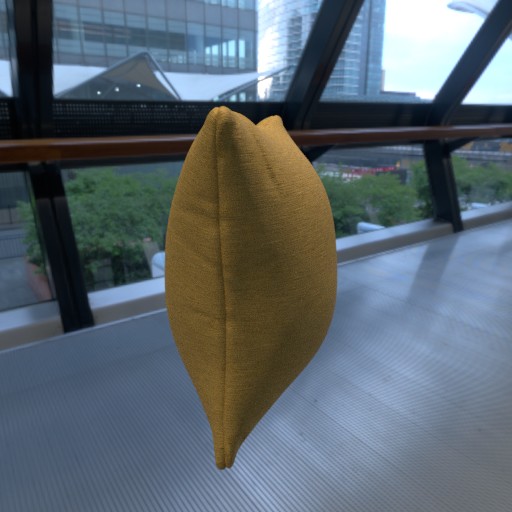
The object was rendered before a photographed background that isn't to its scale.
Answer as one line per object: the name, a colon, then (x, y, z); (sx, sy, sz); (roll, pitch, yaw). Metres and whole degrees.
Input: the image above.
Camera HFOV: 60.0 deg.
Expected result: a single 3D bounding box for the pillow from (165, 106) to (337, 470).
pillow: (0.000, 0.000, 0.674); (0.247, 0.417, 0.435); (3, 16, 9)
